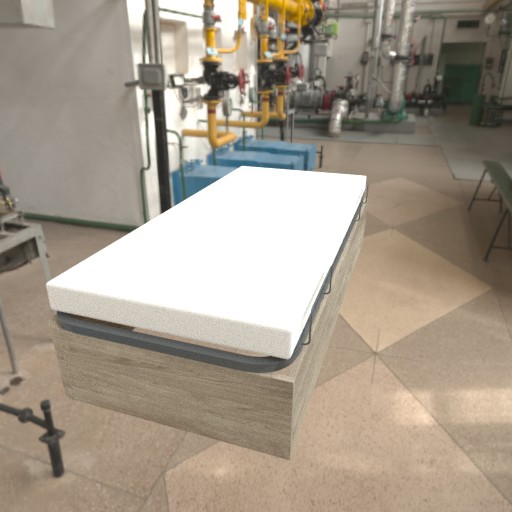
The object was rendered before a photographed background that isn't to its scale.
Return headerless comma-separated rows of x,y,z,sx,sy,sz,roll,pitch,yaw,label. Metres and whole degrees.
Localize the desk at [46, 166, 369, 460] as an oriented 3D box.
0.000,0.000,2.227,0.900,0.455,1.900,8,25,17,desk
